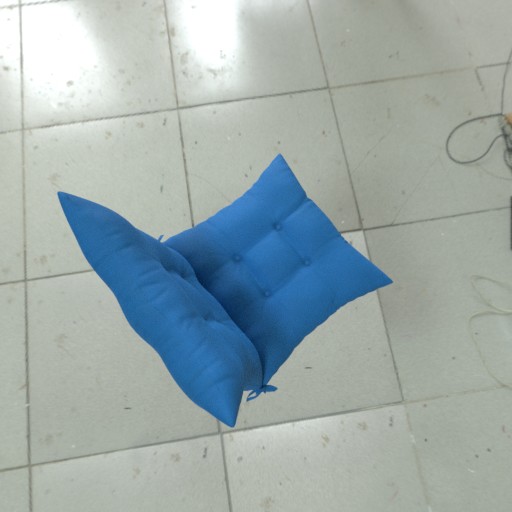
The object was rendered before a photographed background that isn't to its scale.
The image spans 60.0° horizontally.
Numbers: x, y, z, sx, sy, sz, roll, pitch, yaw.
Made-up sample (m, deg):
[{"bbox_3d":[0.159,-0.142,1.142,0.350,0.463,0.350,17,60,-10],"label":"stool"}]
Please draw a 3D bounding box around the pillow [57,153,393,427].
[{"bbox_3d":[0.000,0.000,1.025,0.585,0.536,0.541,-37,78,-10],"label":"pillow"}]
